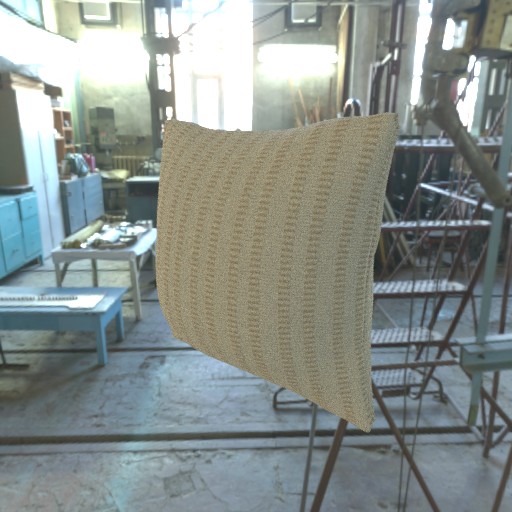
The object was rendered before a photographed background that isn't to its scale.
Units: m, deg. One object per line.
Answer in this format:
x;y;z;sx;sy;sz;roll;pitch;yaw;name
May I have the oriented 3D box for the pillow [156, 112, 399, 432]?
0.000;0.000;0.694;0.438;0.419;0.247;14;21;41;pillow
